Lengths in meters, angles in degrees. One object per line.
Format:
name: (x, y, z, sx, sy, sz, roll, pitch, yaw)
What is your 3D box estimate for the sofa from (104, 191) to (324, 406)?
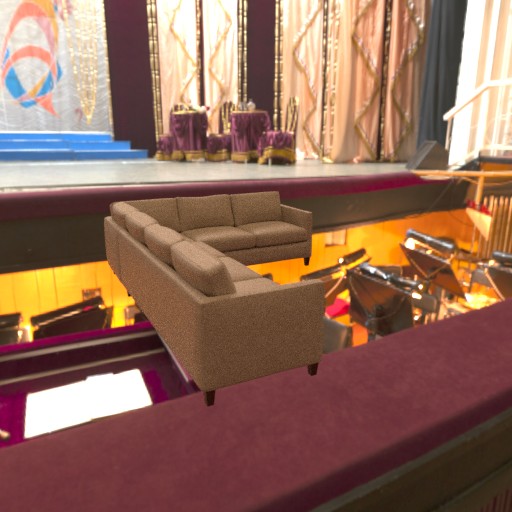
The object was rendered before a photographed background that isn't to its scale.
sofa: (0.000, 0.000, 4.624, 2.522, 0.934, 3.333, -8, 17, -27)
